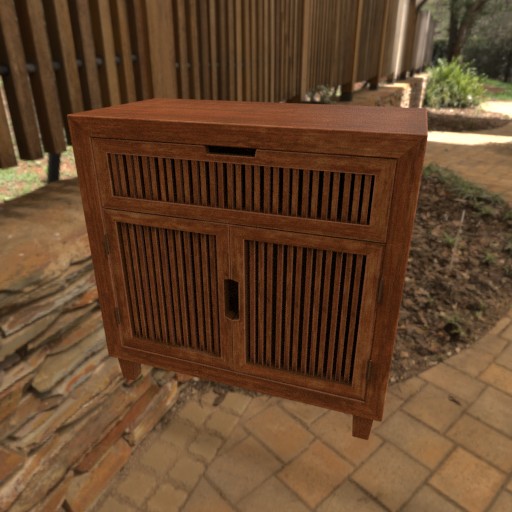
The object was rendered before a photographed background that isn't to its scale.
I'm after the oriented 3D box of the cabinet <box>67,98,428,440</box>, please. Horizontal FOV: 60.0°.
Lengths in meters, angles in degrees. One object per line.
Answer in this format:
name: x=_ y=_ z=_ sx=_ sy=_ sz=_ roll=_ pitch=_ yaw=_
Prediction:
cabinet: x=0.000 y=0.000 z=1.256 sx=0.796 sy=0.785 sz=0.412 roll=8 pitch=26 yaw=17
